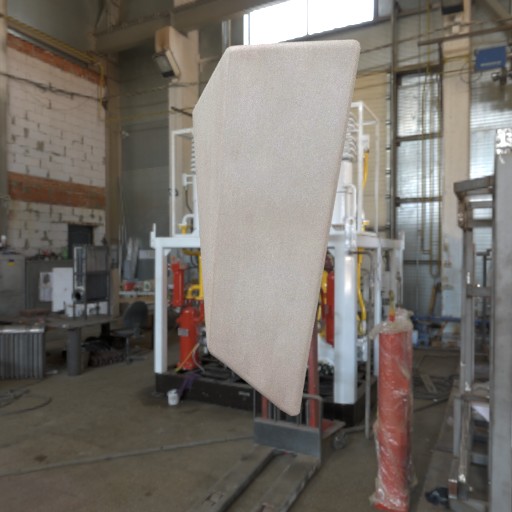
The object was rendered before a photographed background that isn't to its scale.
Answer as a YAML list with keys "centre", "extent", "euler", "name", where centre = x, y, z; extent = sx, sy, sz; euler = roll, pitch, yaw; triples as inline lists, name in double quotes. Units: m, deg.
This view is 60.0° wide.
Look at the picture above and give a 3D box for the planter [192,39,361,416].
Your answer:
- centre: [0.000, 0.000, 0.265]
  extent: [0.060, 0.197, 0.150]
  euler: [0, 1, -17]
  name: "planter"
